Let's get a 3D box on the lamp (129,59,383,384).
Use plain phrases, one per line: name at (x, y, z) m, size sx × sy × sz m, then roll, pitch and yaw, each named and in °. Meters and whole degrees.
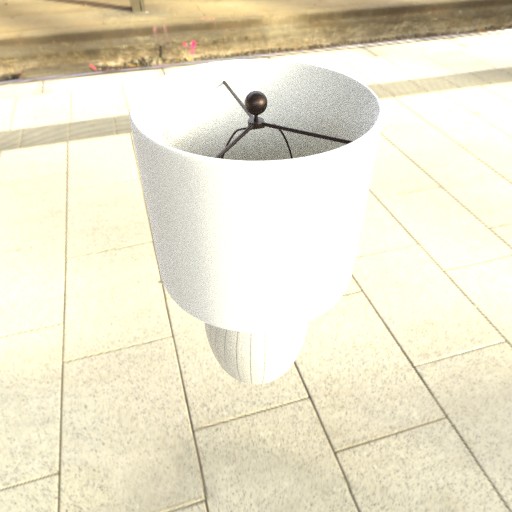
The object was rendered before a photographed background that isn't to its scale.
lamp at (0.000, 0.000, 0.764) m, size 0.328 × 0.570 × 0.328 m, roll 0°, pitch 42°, yaw 0°
